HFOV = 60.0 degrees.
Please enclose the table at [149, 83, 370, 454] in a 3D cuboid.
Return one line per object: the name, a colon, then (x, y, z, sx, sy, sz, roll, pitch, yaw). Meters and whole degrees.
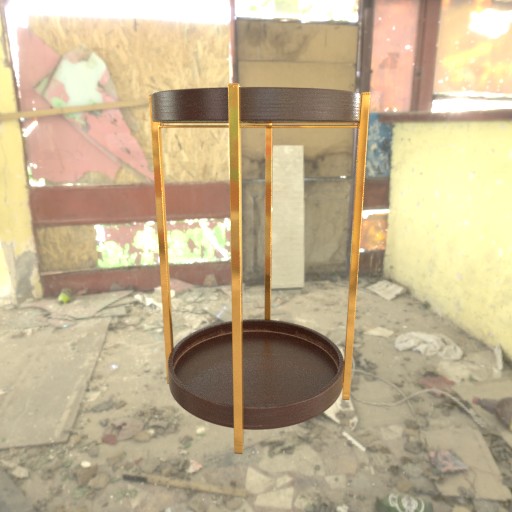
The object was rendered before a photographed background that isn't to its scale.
table: (0.000, 0.000, 0.883, 0.400, 0.610, 0.400, 3, 16, 9)
